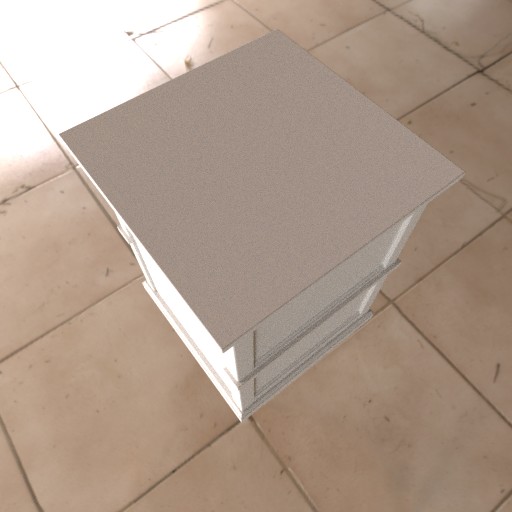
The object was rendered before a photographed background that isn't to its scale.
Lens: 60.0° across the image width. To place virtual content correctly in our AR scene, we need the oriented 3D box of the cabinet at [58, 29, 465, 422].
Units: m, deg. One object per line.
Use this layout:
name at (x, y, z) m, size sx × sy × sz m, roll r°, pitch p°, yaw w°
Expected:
cabinet at (0.000, 0.000, 1.165) m, size 0.547 × 0.775 × 0.544 m, roll -34°, pitch 65°, yaw -18°
